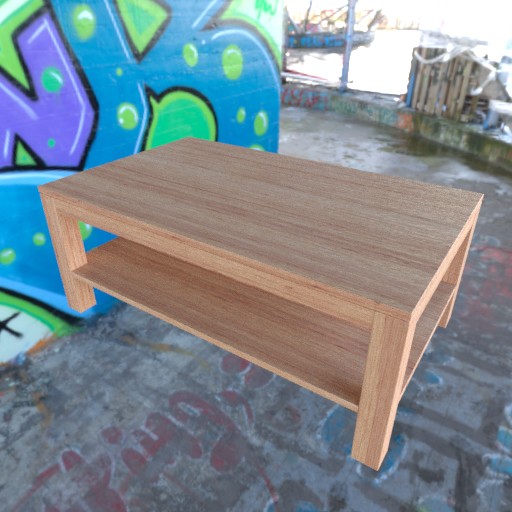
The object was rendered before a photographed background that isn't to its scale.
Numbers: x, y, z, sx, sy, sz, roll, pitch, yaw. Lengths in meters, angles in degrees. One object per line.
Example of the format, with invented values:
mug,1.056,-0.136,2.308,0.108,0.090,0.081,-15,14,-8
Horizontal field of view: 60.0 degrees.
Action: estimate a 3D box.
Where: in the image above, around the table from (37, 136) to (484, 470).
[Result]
table,0.000,0.000,1.442,1.146,0.457,0.695,18,35,29
